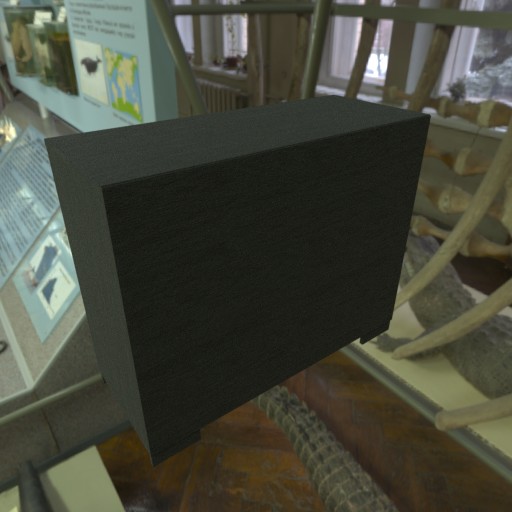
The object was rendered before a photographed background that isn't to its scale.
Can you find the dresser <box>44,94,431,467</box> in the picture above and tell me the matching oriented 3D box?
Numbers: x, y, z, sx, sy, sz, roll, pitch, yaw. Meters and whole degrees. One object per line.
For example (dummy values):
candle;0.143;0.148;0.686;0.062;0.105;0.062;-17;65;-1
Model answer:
dresser;0.000;0.000;1.402;0.994;0.816;0.404;-20;36;-31
